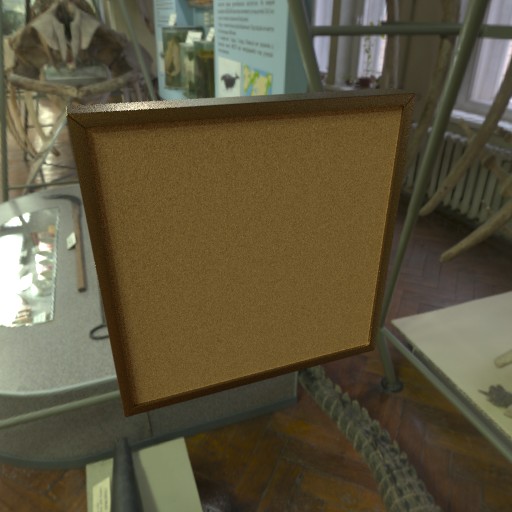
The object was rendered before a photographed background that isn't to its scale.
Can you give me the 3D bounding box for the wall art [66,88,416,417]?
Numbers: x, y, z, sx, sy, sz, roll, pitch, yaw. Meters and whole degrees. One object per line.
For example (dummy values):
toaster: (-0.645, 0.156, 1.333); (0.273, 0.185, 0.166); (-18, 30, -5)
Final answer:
wall art: (0.000, 0.000, 0.451); (0.305, 0.305, 0.037); (-10, 29, -18)
